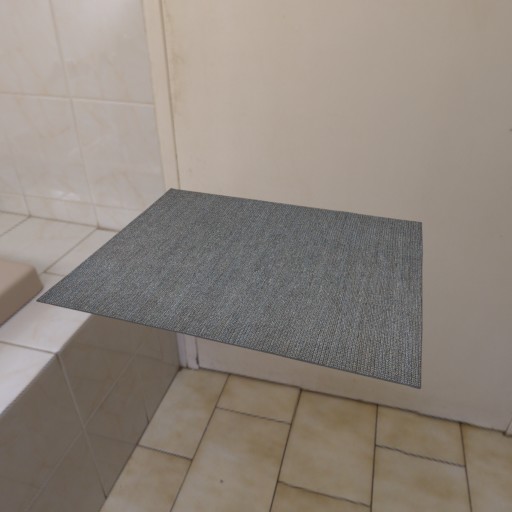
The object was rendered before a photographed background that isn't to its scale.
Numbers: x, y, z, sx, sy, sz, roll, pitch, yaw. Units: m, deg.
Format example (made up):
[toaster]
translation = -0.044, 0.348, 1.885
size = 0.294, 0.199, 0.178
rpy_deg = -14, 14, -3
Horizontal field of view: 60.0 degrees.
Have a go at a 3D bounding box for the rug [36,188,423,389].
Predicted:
[rug]
translation = 0.000, 0.000, 4.279
size = 3.068, 0.021, 2.456
rpy_deg = 10, 33, 15
